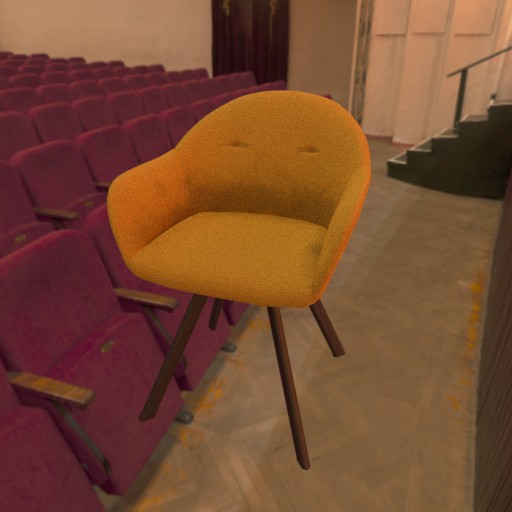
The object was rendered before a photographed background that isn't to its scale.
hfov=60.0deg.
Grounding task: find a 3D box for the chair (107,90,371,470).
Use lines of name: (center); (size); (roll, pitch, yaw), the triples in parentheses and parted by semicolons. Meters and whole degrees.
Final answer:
chair: (0.000, 0.000, 1.164); (0.545, 0.775, 0.565); (9, 27, 18)
